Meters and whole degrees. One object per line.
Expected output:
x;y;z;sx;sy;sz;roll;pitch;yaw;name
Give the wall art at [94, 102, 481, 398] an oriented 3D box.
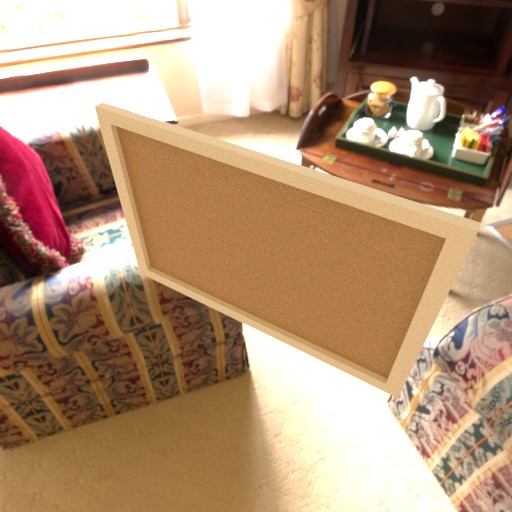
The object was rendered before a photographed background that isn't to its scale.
0.000;0.000;1.454;1.144;0.767;0.038;23;50;21;wall art
